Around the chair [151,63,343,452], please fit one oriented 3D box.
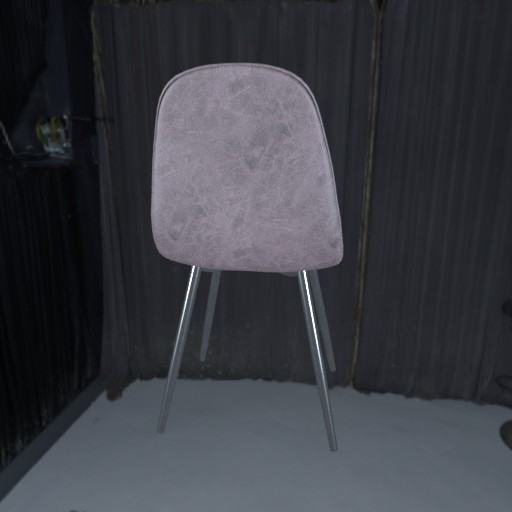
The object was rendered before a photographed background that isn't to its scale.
[{"bbox_3d":[0.000,0.000,1.202,0.472,0.889,0.561,2,15,9],"label":"chair"}]
